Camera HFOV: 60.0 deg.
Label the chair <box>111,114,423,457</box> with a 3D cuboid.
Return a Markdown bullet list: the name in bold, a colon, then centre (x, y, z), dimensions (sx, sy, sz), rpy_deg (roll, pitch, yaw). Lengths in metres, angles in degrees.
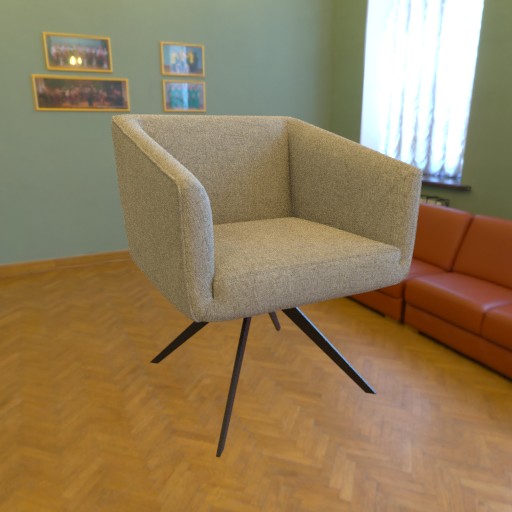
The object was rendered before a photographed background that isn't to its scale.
- **chair**: centre (0.000, 0.000, 1.237), dimensions (0.628, 0.760, 0.623), rpy_deg (-8, 18, -27)
